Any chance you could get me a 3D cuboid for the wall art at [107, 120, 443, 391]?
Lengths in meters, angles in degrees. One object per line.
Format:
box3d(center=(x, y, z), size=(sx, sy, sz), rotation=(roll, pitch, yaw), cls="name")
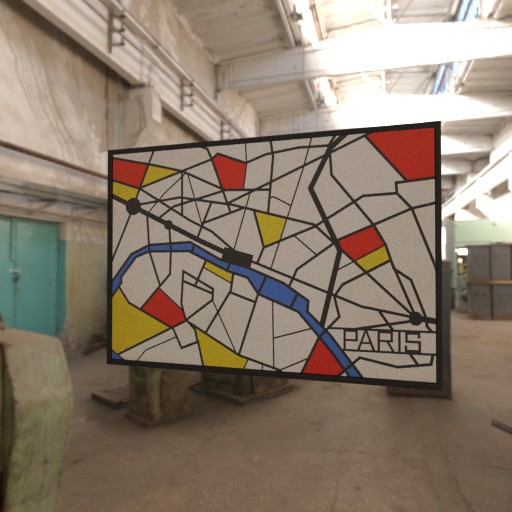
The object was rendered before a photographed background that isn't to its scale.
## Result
box3d(center=(0.000, 0.000, 0.856), size=(0.664, 0.458, 0.013), rotation=(0, -1, 17), cls="wall art")
